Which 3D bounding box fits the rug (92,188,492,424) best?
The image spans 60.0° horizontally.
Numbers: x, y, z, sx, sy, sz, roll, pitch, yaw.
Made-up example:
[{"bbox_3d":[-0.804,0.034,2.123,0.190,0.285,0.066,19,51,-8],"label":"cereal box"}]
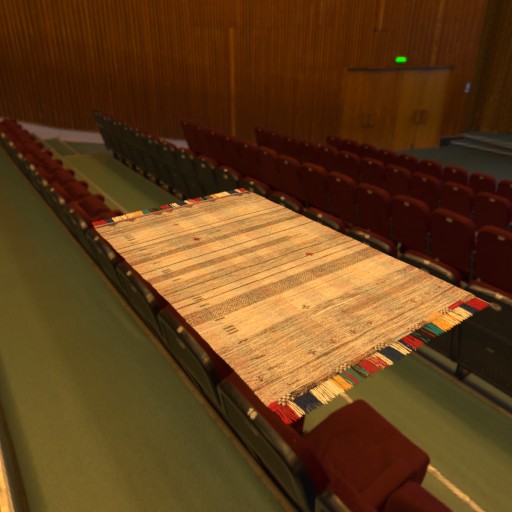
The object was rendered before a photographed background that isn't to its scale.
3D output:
[{"bbox_3d":[0.000,0.000,2.948,1.465,0.012,2.465,-18,32,-31],"label":"rug"}]
